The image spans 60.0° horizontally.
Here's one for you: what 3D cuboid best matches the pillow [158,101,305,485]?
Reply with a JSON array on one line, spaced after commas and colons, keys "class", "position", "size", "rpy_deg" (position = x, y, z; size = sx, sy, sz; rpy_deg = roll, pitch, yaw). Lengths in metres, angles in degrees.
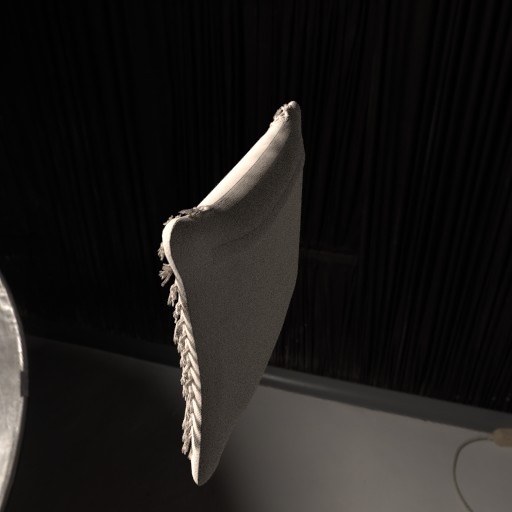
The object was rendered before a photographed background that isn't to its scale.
[{"class": "pillow", "position": [0.000, 0.000, 0.571], "size": [0.084, 0.305, 0.466], "rpy_deg": [8, 31, 13]}]
